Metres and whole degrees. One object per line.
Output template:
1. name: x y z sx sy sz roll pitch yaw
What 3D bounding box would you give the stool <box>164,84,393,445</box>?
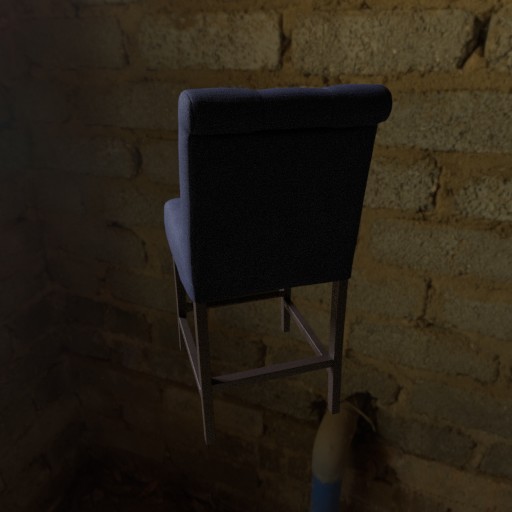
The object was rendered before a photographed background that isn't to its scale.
1. stool: 0.000 0.000 1.352 0.493 1.010 0.601 -8 27 -15
